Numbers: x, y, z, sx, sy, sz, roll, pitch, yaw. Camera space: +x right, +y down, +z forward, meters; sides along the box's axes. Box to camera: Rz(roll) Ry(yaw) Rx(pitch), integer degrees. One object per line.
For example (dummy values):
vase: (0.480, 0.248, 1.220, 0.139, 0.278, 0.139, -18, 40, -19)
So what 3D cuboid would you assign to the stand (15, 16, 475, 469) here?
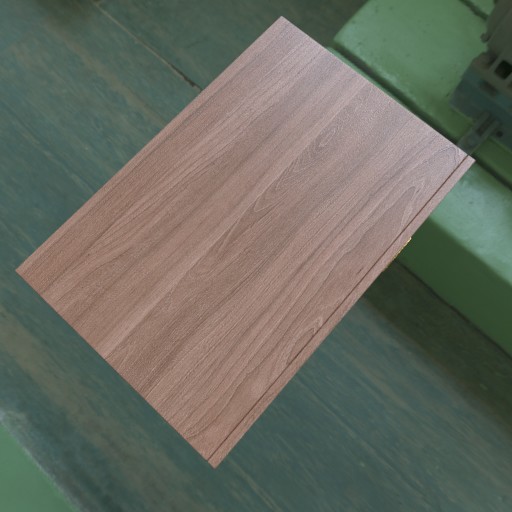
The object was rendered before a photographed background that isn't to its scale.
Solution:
stand: (0.000, 0.000, 0.917, 0.420, 0.500, 0.600, 41, 80, 9)
